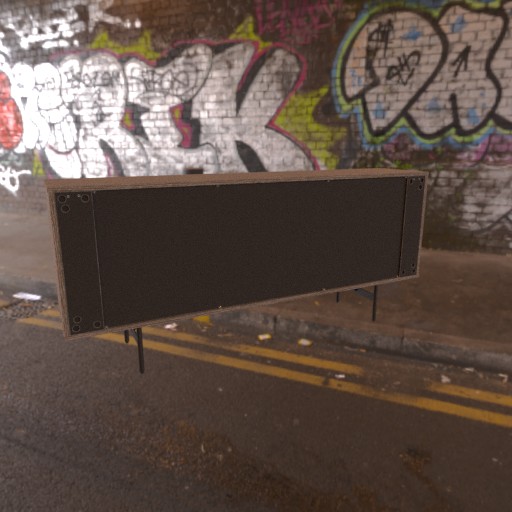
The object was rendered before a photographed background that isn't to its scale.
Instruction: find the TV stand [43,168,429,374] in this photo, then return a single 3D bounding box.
[{"bbox_3d":[0.000,0.000,2.182,1.804,0.787,0.405,-7,16,-26],"label":"TV stand"}]
